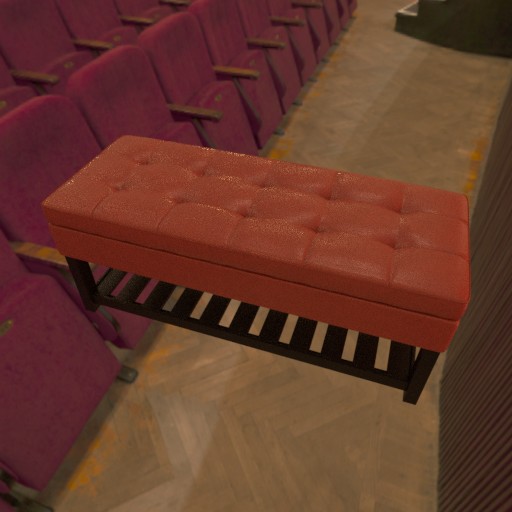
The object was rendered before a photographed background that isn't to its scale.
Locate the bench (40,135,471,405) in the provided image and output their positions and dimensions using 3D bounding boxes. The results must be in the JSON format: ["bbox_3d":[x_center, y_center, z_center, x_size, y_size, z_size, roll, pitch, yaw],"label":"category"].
[{"bbox_3d":[0.000,0.000,1.348,1.105,0.460,0.432,13,44,14],"label":"bench"}]
